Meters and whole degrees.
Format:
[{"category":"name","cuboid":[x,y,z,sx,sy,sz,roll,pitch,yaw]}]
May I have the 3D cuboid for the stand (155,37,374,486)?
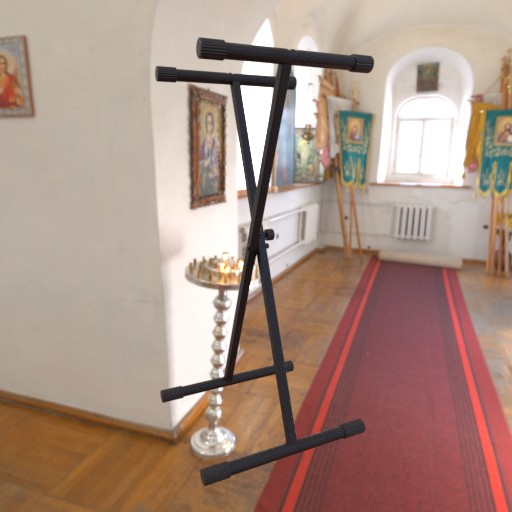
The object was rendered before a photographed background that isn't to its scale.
[{"category":"stand","cuboid":[0.000,0.000,1.153,0.449,0.940,0.409,-7,15,-25]}]
